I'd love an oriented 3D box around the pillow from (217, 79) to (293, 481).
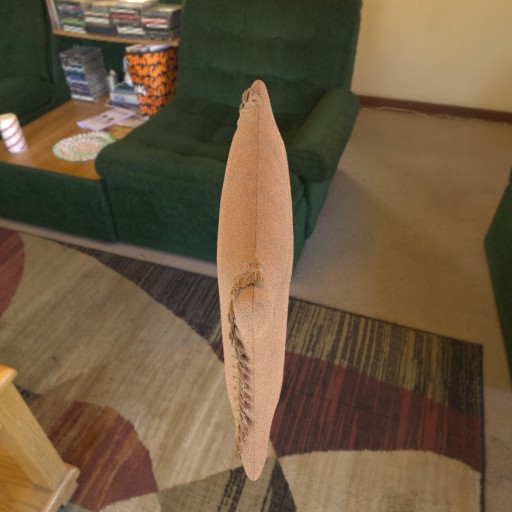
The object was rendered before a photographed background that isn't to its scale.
[{"bbox_3d":[0.000,0.000,0.585,0.084,0.305,0.466,1,41,1],"label":"pillow"}]
